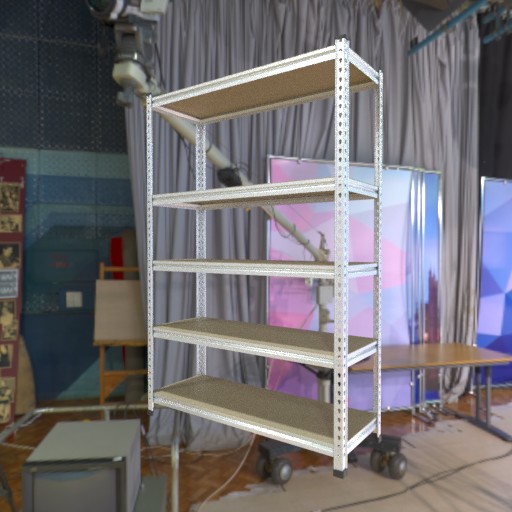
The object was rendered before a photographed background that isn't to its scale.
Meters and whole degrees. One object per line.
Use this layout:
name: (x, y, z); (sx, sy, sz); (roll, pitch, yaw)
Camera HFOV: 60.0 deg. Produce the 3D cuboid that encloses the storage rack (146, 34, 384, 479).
storage rack: (0.000, 0.000, 2.358); (1.219, 1.829, 0.457); (1, 2, 36)
